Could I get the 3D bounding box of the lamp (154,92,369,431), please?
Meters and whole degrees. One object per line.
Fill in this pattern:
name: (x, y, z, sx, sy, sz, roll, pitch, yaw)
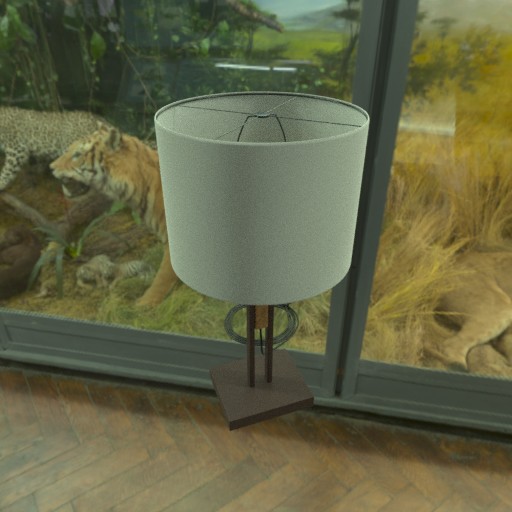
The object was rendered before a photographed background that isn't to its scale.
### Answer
lamp: (0.000, 0.000, 0.992, 0.396, 0.668, 0.525, -10, 32, -17)
